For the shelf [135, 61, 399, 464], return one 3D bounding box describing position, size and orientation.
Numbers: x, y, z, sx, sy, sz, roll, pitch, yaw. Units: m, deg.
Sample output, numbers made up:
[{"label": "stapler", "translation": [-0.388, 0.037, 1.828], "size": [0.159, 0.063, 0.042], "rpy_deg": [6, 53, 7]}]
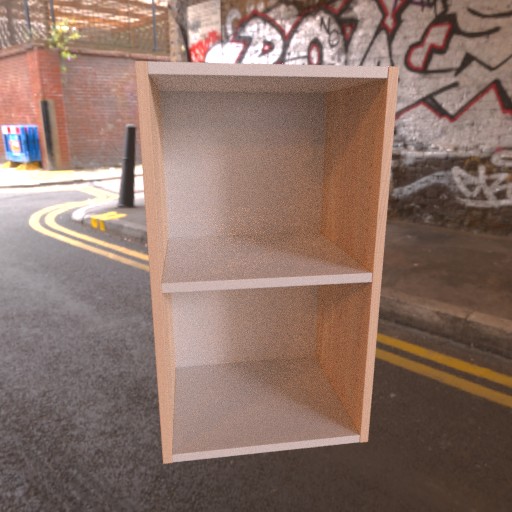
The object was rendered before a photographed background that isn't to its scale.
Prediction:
[{"label": "shelf", "translation": [0.000, 0.000, 0.794], "size": [0.350, 0.600, 0.290], "rpy_deg": [-2, 16, -8]}]
